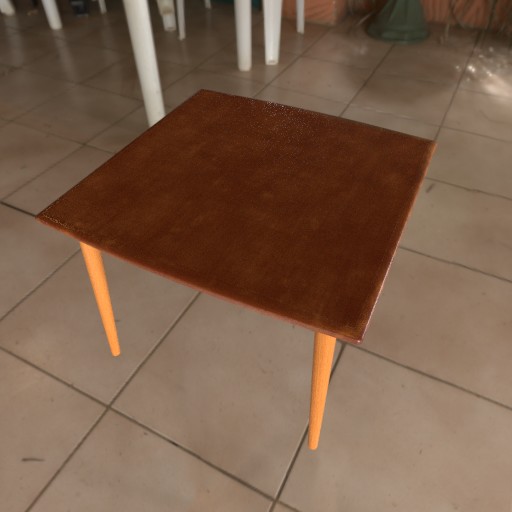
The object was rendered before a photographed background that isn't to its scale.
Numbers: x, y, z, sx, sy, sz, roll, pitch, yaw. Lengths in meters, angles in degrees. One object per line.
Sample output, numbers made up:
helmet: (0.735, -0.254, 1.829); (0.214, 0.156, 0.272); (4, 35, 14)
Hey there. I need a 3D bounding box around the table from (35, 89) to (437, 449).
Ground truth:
table: (0.000, 0.000, 1.707); (0.991, 0.754, 0.991); (19, 48, 18)
